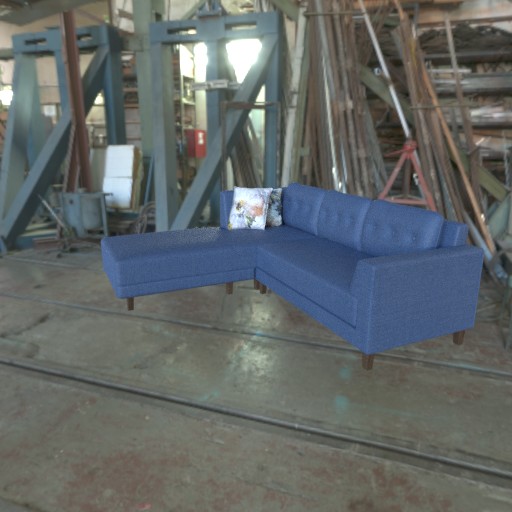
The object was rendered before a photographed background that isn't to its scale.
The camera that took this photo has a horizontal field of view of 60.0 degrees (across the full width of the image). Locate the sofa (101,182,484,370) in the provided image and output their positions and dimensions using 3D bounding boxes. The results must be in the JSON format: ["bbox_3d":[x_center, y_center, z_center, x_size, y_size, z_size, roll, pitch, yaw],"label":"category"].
[{"bbox_3d":[0.000,0.000,3.077,1.829,0.787,2.120,-7,17,-24],"label":"sofa"}]
